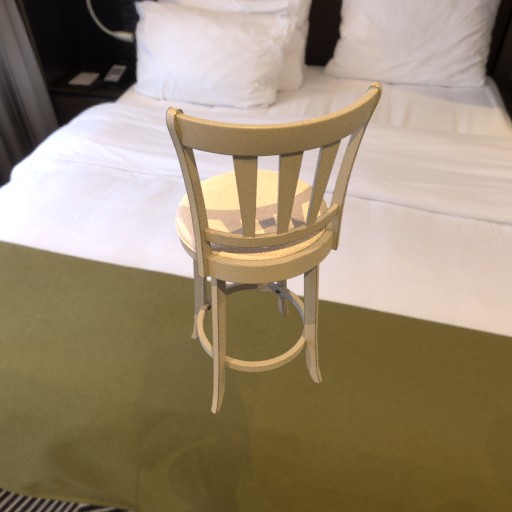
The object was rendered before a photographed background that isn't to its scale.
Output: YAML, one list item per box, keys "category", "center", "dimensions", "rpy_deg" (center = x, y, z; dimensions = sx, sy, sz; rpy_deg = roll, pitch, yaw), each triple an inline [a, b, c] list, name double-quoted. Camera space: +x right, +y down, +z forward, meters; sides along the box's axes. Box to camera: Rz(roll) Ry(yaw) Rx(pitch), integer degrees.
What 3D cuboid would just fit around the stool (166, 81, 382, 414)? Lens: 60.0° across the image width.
- category: "stool"
  center: [0.000, 0.000, 1.279]
  dimensions: [0.436, 1.042, 0.475]
  rpy_deg: [-12, 42, -13]
